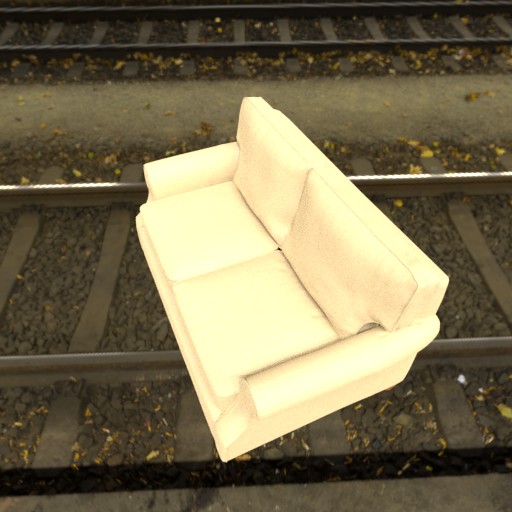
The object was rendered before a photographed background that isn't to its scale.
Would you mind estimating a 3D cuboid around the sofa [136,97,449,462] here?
[{"bbox_3d":[0.000,0.000,2.217,0.964,0.937,1.665,-17,48,-17],"label":"sofa"}]
